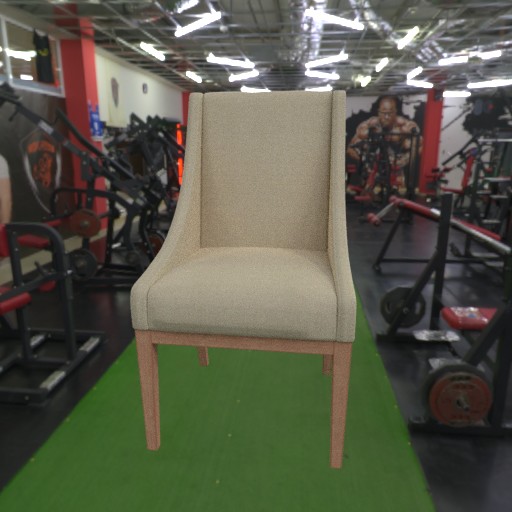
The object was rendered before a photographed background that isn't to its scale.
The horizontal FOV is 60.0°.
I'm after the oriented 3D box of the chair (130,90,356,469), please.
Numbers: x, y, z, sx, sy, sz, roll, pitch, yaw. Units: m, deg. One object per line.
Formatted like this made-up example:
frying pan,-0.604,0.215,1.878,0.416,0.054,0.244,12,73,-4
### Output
chair,0.000,0.000,1.382,0.575,1.021,0.611,2,15,8
